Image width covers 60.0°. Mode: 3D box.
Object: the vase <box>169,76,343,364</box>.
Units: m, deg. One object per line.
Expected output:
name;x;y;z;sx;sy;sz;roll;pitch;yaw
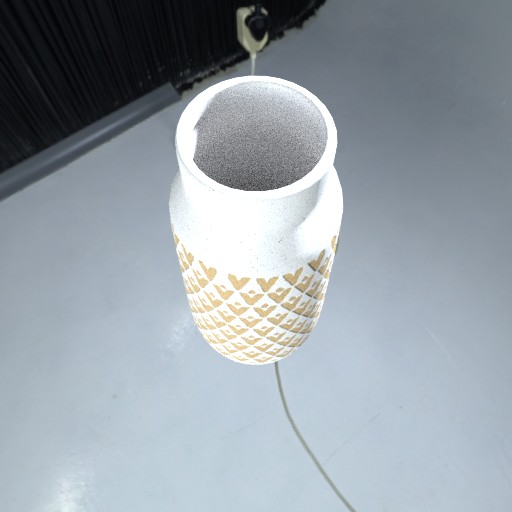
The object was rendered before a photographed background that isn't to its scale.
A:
vase;0.000;0.000;0.382;0.137;0.307;0.137;0;63;0
